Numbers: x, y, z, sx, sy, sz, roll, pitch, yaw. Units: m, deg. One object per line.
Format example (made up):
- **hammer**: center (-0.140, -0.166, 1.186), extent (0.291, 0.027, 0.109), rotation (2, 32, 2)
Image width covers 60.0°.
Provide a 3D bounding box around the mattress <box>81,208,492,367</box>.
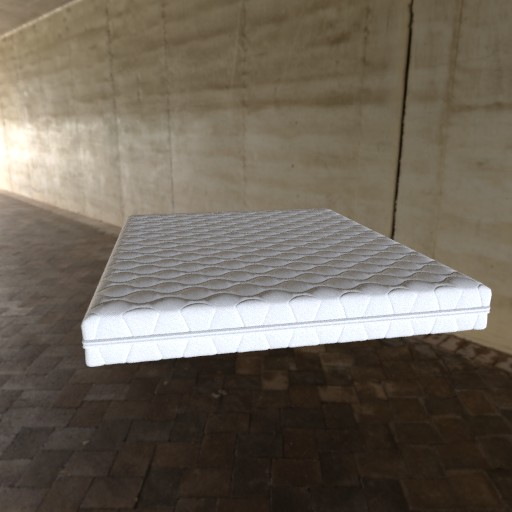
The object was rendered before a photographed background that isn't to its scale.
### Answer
- **mattress**: center (0.000, 0.000, 2.567), extent (1.600, 0.200, 1.900), rotation (-3, 16, -11)
